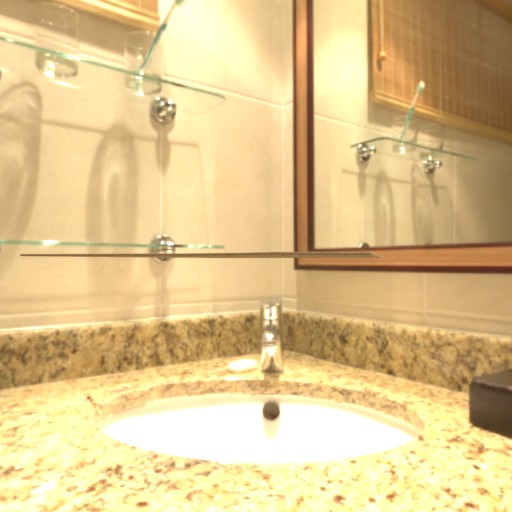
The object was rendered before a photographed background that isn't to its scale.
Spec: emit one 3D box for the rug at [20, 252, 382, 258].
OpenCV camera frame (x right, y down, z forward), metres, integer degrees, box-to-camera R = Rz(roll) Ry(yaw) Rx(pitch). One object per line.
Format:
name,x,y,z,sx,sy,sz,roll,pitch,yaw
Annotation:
rug,0.000,0.000,2.291,1.232,0.015,1.825,0,-1,17
